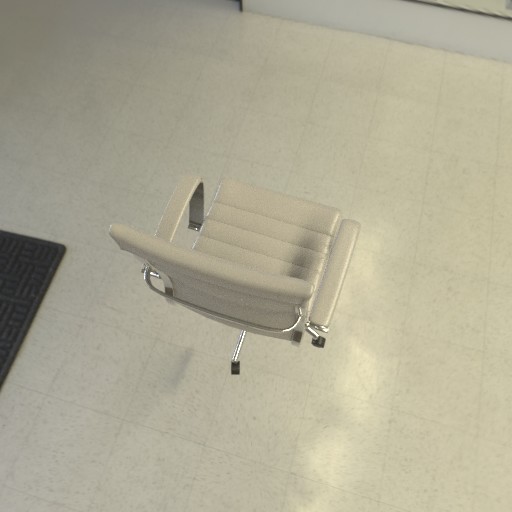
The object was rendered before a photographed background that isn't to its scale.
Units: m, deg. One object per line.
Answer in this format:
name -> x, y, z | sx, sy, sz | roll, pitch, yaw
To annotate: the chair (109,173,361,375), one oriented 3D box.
chair -> 0.000, 0.000, 1.528 | 0.679, 1.149, 0.667 | 17, 65, 8
